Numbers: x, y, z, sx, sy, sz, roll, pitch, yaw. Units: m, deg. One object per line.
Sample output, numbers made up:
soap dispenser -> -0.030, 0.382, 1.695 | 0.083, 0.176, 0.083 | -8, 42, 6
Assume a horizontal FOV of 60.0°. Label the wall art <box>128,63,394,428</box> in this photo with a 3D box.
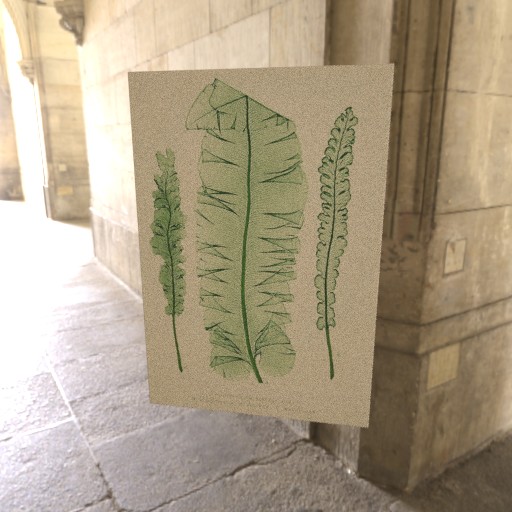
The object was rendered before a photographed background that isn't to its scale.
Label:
wall art -> 0.000, 0.000, 0.777 | 0.418, 0.608, 0.038 | 3, 15, 10
